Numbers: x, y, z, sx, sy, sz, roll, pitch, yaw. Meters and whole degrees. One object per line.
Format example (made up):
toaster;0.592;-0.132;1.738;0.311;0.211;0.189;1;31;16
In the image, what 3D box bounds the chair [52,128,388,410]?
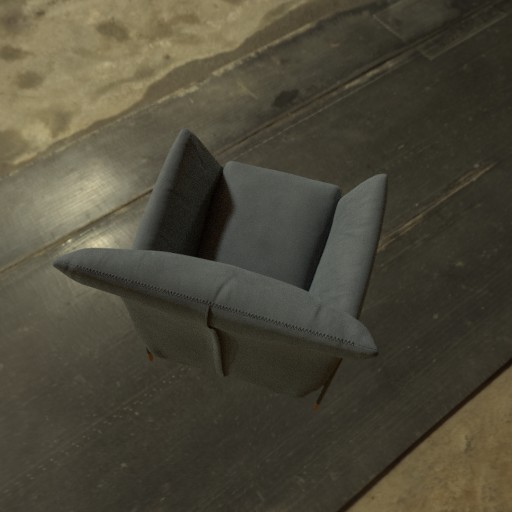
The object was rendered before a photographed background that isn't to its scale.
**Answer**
chair;0.000;0.000;1.375;0.678;0.858;0.709;15;65;7
